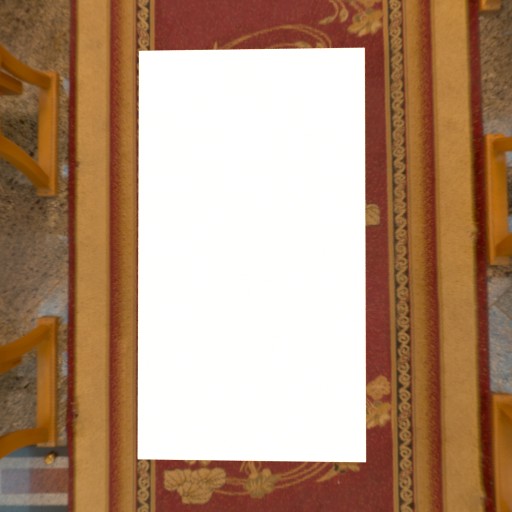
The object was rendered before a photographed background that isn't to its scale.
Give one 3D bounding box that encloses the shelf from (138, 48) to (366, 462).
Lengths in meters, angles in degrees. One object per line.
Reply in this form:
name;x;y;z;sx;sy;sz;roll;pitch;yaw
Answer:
shelf;0.000;0.000;1.346;0.498;0.750;0.902;0;89;2
